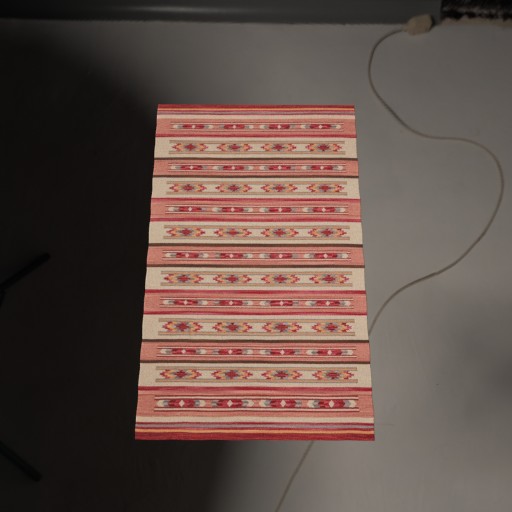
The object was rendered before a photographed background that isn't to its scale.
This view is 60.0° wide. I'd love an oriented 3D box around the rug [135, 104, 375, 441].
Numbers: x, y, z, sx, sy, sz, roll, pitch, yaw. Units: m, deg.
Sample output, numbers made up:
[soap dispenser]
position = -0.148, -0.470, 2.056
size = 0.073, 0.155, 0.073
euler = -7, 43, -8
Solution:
[rug]
position = 0.000, 0.000, 3.138
size = 1.535, 0.010, 2.431
euler = 0, 75, 0
